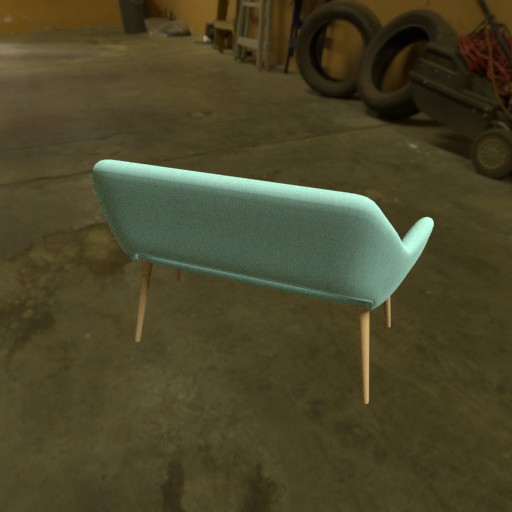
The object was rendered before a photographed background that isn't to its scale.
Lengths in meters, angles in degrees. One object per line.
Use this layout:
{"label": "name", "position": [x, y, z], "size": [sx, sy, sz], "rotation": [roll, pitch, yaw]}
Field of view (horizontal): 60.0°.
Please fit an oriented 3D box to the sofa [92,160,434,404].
{"label": "sofa", "position": [0.000, 0.000, 1.626], "size": [1.150, 0.840, 0.610], "rotation": [11, 34, 16]}
